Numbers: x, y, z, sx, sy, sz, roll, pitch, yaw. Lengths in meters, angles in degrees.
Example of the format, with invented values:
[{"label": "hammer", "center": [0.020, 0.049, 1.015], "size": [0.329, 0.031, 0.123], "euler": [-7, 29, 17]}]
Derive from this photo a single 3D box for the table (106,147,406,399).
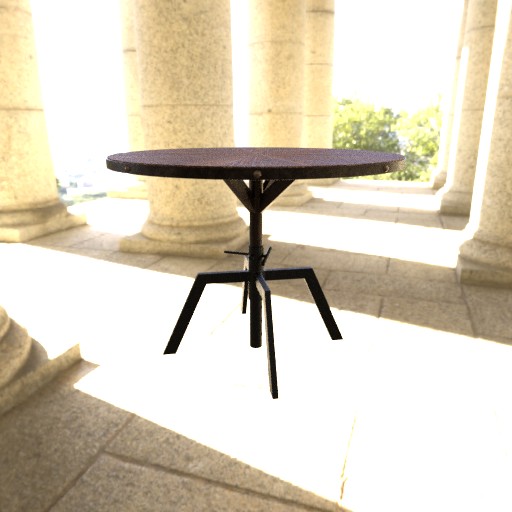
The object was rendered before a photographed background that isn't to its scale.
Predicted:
[{"label": "table", "center": [0.000, 0.000, 1.463], "size": [0.885, 0.658, 0.885], "euler": [0, 16, 0]}]
